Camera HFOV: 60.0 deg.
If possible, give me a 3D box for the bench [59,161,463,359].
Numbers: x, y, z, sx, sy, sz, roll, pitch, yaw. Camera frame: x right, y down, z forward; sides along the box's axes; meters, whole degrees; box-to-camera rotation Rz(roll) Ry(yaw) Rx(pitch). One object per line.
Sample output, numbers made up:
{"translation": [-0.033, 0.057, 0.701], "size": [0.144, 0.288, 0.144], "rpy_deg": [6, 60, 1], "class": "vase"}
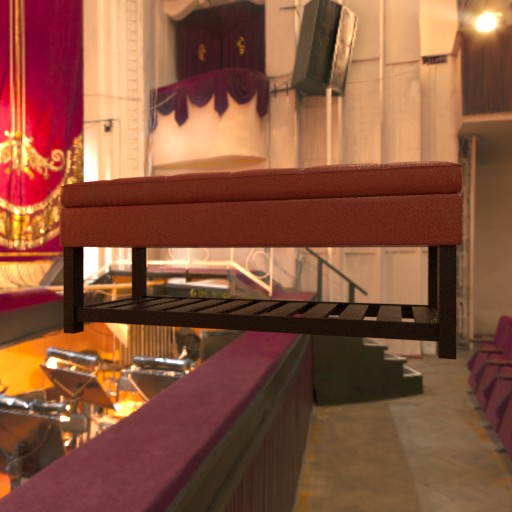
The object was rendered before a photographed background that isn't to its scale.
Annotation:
{"translation": [0.000, 0.000, 1.349], "size": [1.105, 0.460, 0.432], "rpy_deg": [0, 0, 18], "class": "bench"}
